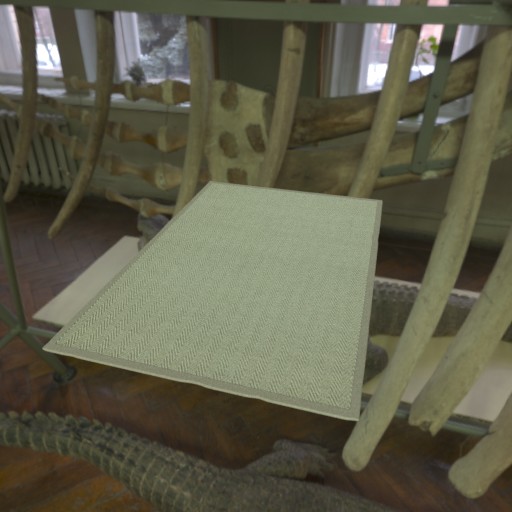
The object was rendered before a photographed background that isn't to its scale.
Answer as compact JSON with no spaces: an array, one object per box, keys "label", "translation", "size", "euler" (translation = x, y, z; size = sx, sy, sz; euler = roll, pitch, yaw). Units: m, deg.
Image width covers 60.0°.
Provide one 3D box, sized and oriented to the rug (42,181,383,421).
[{"label":"rug","translation":[0.000,0.000,2.939],"size":[1.540,0.021,2.290],"euler":[9,32,14]}]
